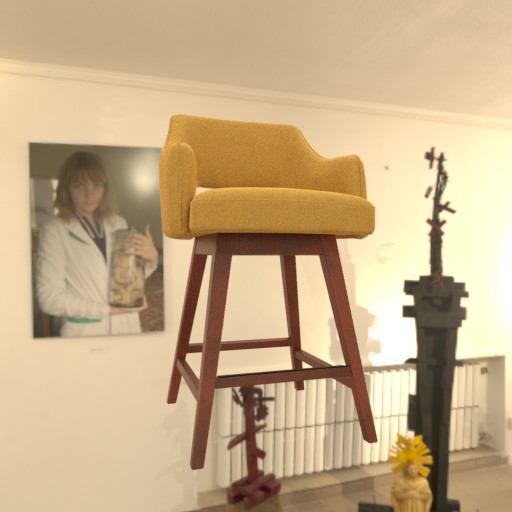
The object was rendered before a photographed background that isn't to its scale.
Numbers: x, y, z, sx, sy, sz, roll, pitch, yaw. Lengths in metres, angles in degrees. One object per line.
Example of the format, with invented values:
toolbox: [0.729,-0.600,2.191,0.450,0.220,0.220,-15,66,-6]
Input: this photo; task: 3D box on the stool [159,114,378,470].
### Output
stool: [0.000,0.000,1.280,0.548,0.924,0.558,0,0,-18]
